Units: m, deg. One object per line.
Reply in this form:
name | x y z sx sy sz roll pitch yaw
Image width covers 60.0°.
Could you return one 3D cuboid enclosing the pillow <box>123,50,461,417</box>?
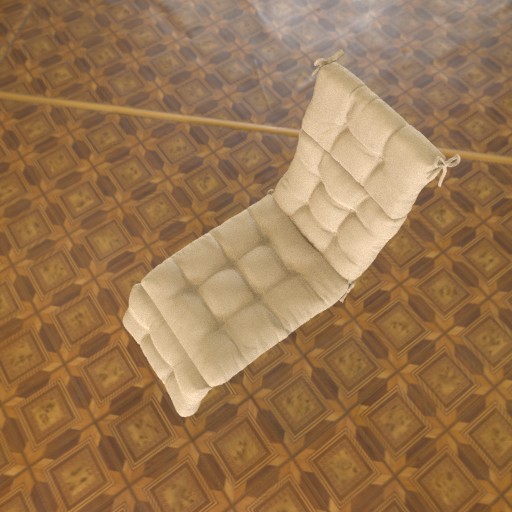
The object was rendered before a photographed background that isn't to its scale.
pillow | 0.000 0.000 1.501 1.016 0.863 0.526 -33 69 -15
